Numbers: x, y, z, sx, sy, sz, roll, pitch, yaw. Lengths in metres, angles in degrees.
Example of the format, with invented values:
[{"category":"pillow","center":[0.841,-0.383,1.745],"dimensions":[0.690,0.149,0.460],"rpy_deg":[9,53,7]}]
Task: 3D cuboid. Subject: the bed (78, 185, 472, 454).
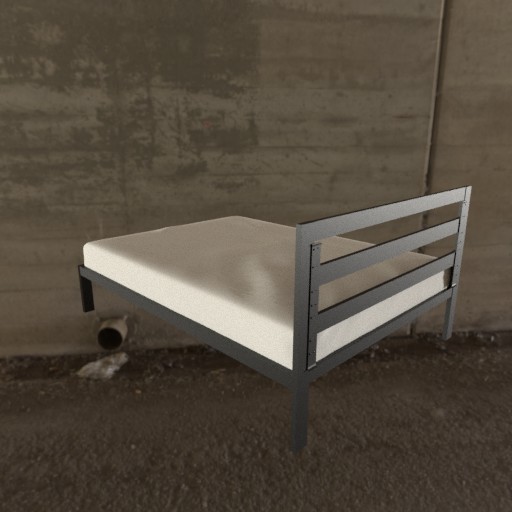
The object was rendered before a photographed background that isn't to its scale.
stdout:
[{"category":"bed","center":[0.000,0.000,2.906],"dimensions":[1.524,0.967,2.062],"rpy_deg":[-15,22,-42]}]
